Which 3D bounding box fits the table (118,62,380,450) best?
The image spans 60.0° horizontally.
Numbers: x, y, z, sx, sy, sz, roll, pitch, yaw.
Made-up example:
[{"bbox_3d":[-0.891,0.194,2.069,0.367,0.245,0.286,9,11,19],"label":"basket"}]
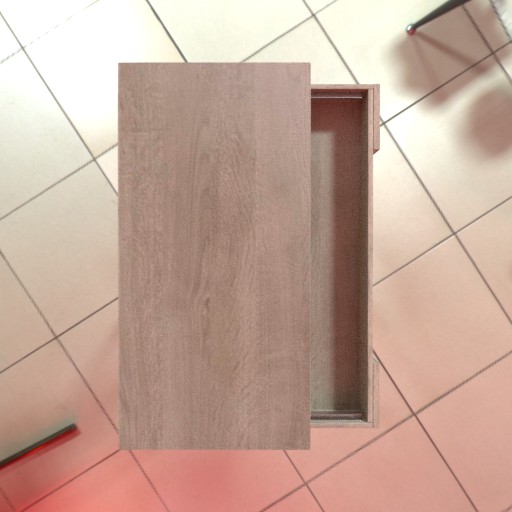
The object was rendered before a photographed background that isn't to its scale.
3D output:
[{"bbox_3d":[0.000,0.000,1.426,0.711,0.570,1.000,0,90,0],"label":"table"}]
